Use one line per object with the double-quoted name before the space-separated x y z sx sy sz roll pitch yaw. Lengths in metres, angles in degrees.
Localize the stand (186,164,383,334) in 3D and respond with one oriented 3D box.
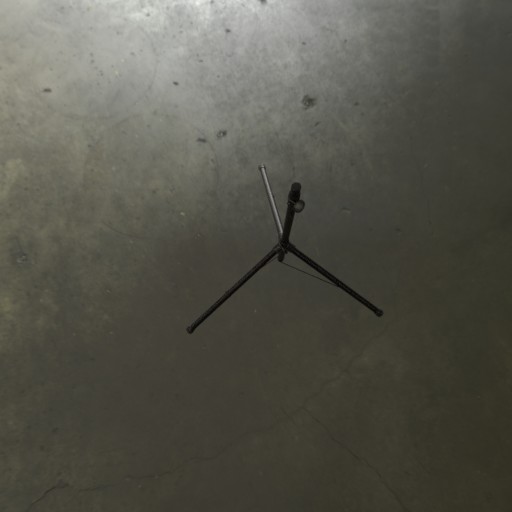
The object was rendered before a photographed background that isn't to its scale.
"stand" 0.000 0.000 2.792 1.339 1.595 1.596 -34 78 -8
